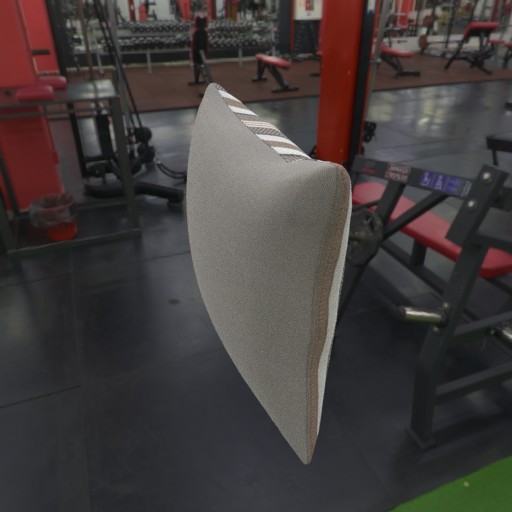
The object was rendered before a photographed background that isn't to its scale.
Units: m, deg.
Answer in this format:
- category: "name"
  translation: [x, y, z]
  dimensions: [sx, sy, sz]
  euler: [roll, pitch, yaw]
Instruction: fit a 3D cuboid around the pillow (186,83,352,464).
- category: "pillow"
  translation: [0.000, 0.000, 0.627]
  dimensions: [0.173, 0.401, 0.416]
  euler: [-10, 32, -16]
